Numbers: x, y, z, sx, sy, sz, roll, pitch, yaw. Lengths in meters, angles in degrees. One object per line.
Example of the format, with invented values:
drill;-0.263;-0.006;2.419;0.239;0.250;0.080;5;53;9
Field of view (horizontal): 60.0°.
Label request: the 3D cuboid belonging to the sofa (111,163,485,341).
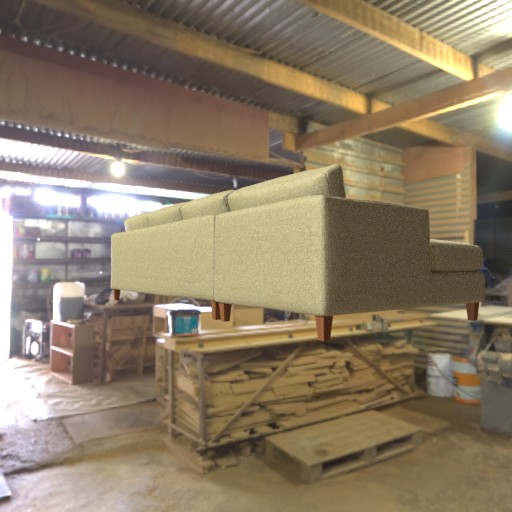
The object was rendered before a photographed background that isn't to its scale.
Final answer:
sofa;0.000;0.000;3.752;1.502;0.876;3.201;1;-2;-35
